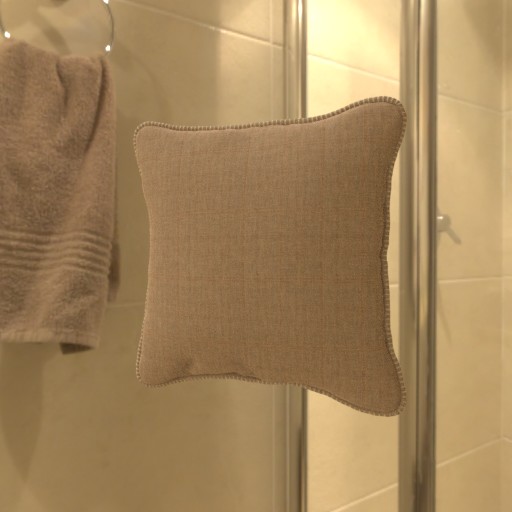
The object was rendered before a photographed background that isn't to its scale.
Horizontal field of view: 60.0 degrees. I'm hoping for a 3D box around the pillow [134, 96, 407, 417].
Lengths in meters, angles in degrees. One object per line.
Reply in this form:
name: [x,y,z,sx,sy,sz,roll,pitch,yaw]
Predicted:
pillow: [0.000,0.000,0.752,0.485,0.494,0.124,0,1,20]
